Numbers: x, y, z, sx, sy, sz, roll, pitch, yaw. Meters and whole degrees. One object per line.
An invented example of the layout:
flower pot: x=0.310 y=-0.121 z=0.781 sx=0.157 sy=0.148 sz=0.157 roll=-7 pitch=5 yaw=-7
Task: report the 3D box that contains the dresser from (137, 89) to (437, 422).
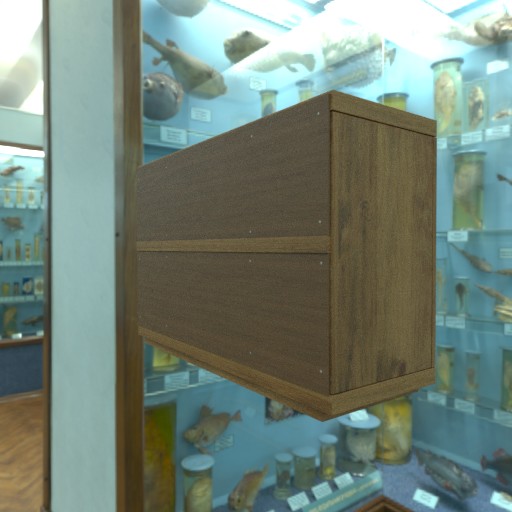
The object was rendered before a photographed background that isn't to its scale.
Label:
dresser: x=0.000 y=0.000 z=1.718 sx=0.479 sy=0.825 sz=1.261 roll=-1 pitch=1 yaw=-36
